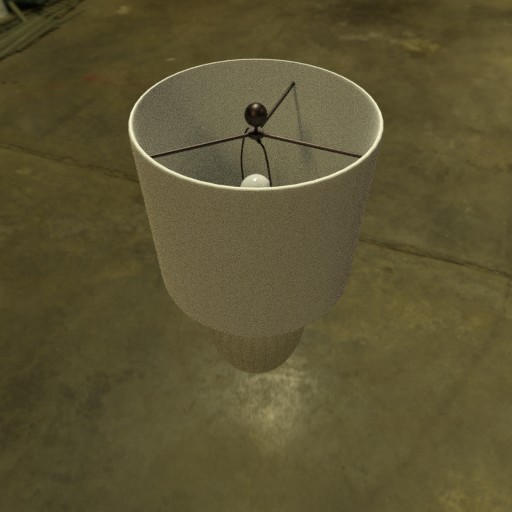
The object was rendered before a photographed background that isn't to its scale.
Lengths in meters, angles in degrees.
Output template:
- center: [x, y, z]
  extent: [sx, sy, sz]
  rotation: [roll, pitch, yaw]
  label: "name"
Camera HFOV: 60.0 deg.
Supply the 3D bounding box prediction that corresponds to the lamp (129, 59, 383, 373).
- center: [0.000, 0.000, 0.776]
  extent: [0.329, 0.570, 0.329]
  rotation: [-17, 49, -15]
  label: "lamp"
